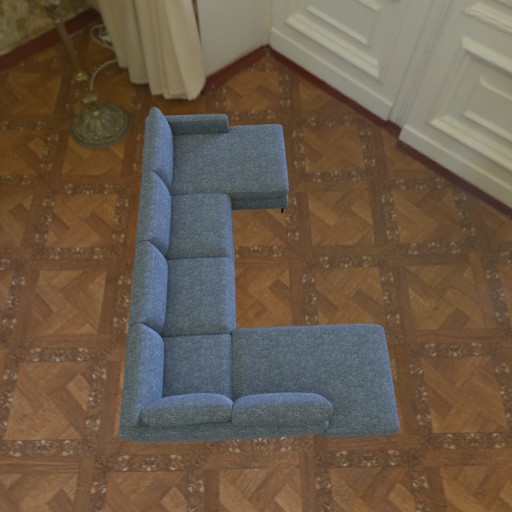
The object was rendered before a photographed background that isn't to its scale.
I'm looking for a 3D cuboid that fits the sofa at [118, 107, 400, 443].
[{"bbox_3d":[0.000,0.000,3.573,1.879,0.756,2.737,-2,64,-1],"label":"sofa"}]
